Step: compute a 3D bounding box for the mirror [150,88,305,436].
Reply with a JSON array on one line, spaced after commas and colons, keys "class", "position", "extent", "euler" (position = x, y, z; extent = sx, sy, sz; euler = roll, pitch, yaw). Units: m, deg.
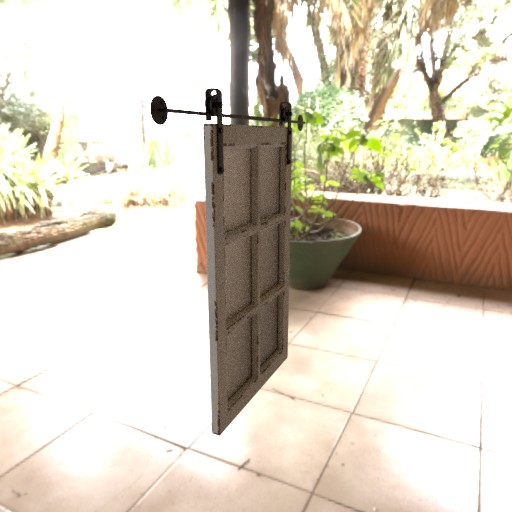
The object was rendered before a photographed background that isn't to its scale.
[{"class": "mirror", "position": [0.000, 0.000, 1.239], "extent": [0.037, 0.844, 0.808], "euler": [7, 16, 25]}]
